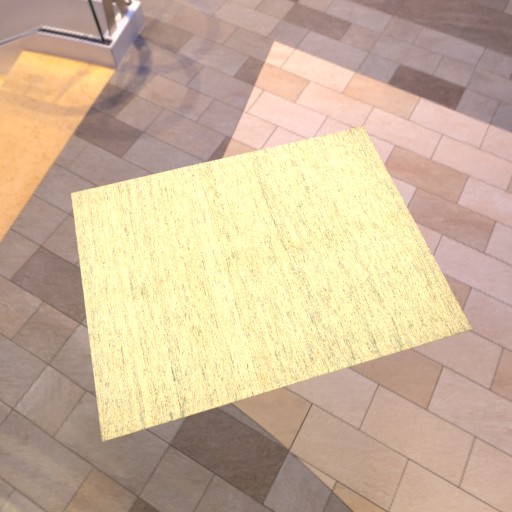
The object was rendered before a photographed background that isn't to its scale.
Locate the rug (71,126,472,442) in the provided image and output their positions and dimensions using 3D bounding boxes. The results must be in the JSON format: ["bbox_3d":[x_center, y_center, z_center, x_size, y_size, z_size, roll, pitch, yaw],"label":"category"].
[{"bbox_3d":[0.000,0.000,4.173,3.201,0.014,2.437,-15,64,-7],"label":"rug"}]
